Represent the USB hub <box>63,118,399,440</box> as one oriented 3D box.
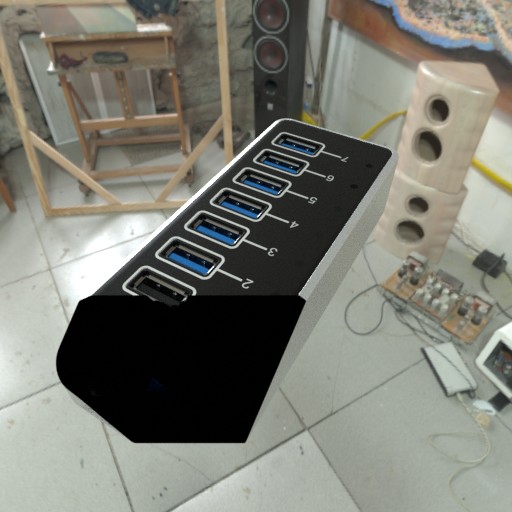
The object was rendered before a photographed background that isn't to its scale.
[{"bbox_3d":[0.000,0.000,0.124,0.044,0.023,0.110,23,51,21],"label":"USB hub"}]
